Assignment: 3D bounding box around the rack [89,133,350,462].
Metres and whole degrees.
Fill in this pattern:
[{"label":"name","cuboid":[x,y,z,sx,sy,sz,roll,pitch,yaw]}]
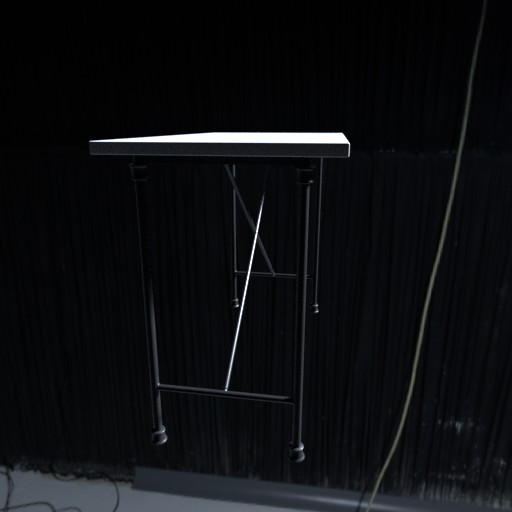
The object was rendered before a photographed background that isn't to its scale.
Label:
[{"label":"rack","cuboid":[0.000,0.000,1.682,0.613,0.880,1.159,3,17,9]}]
